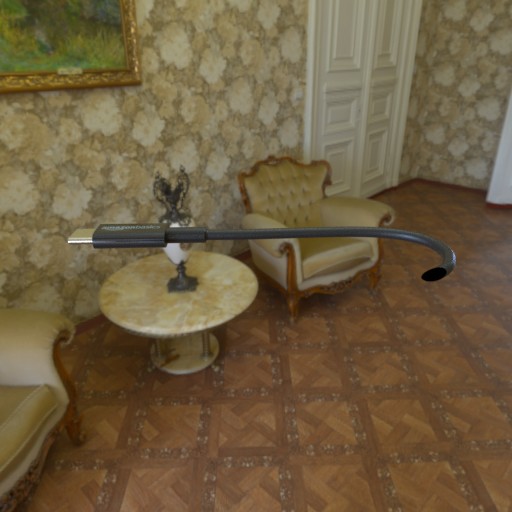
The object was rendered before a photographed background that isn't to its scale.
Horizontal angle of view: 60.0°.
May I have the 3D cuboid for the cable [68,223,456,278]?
[{"bbox_3d":[0.000,0.000,0.109,0.098,0.006,0.040,-1,24,-2],"label":"cable"}]
